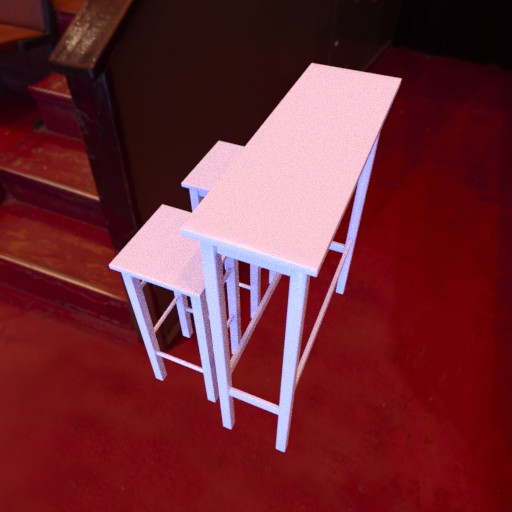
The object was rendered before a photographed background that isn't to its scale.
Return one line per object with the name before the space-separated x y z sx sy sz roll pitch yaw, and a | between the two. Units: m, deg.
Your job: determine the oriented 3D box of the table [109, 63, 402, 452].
table | 0.000 0.000 1.631 0.650 1.065 0.915 17 49 16
